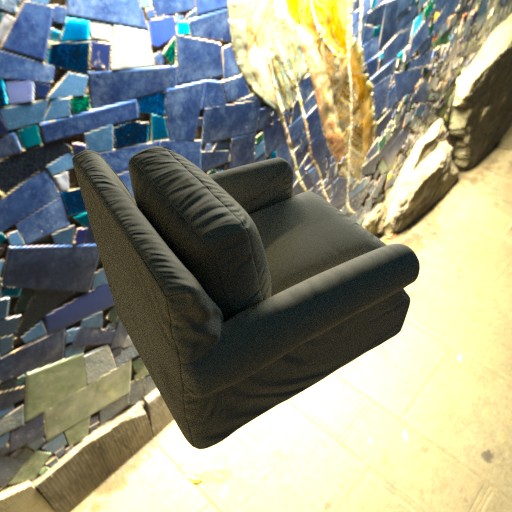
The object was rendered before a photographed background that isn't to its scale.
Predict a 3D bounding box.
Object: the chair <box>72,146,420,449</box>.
[{"bbox_3d":[0.000,0.000,1.751,1.066,0.866,0.940,-23,46,-24],"label":"chair"}]
